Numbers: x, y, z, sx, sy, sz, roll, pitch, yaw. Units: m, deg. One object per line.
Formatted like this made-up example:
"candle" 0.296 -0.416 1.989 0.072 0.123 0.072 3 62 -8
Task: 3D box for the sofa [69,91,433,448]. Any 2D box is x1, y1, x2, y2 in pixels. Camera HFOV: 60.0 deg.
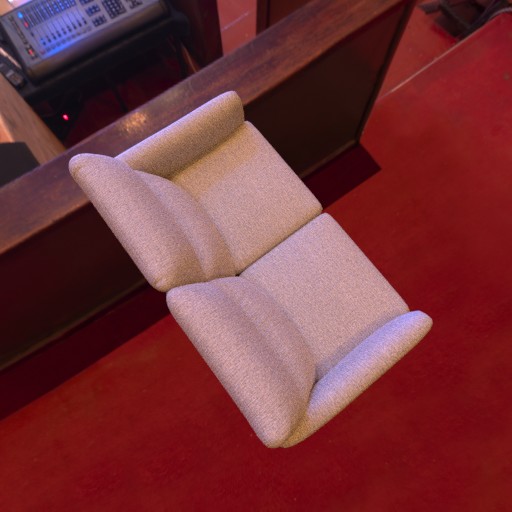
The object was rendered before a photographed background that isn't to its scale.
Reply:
"sofa" 0.000 0.000 2.112 0.905 0.950 1.540 -36 78 -9
